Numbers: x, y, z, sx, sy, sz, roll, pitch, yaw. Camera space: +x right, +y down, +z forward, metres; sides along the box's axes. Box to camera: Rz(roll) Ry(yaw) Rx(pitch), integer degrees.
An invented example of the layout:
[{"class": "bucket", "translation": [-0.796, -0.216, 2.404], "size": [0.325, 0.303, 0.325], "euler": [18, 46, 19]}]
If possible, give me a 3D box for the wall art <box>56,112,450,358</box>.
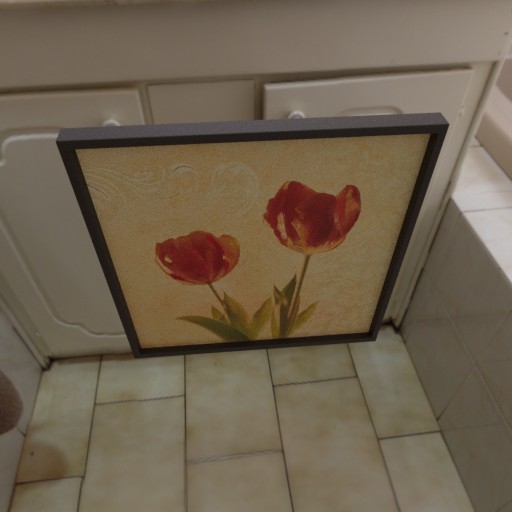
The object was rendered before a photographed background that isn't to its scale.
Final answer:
[{"class": "wall art", "translation": [0.000, 0.000, 0.528], "size": [0.349, 0.349, 0.038], "euler": [-3, 46, -3]}]
